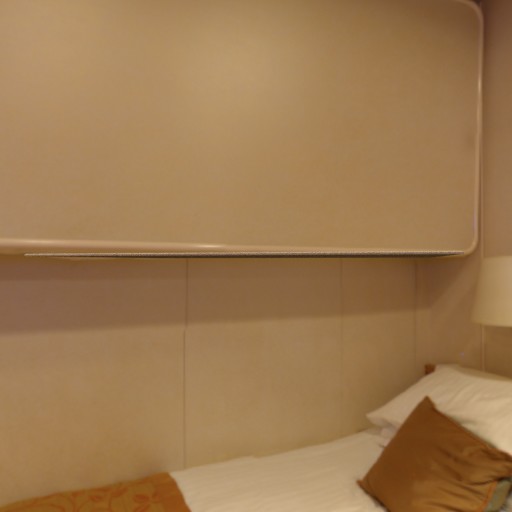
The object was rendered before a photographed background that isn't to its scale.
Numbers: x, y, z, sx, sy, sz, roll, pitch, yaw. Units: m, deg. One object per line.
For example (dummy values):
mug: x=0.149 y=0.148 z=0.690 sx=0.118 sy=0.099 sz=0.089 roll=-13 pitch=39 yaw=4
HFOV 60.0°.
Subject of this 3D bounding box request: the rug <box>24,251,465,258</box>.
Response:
rug: x=0.000 y=0.000 z=2.318 sx=1.829 sy=0.010 sz=1.219 roll=0 pitch=-1 yaw=17
